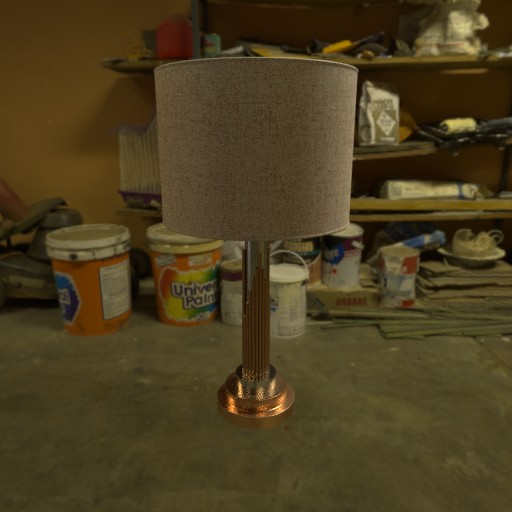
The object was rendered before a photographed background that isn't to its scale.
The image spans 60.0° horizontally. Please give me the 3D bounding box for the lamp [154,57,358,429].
[{"bbox_3d":[0.000,0.000,0.795,0.321,0.610,0.321,-14,21,-41],"label":"lamp"}]
